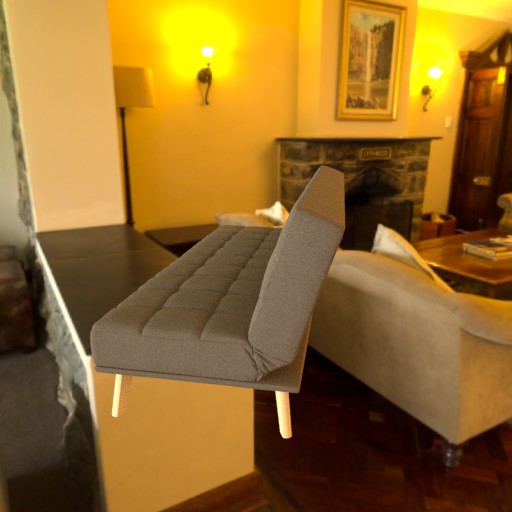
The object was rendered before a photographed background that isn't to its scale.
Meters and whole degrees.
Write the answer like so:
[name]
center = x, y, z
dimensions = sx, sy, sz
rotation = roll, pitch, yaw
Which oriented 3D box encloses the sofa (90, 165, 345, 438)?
[sofa]
center = 0.000, 0.000, 2.289
dimensions = 0.860, 0.810, 1.800
rotation = 3, 16, 10
